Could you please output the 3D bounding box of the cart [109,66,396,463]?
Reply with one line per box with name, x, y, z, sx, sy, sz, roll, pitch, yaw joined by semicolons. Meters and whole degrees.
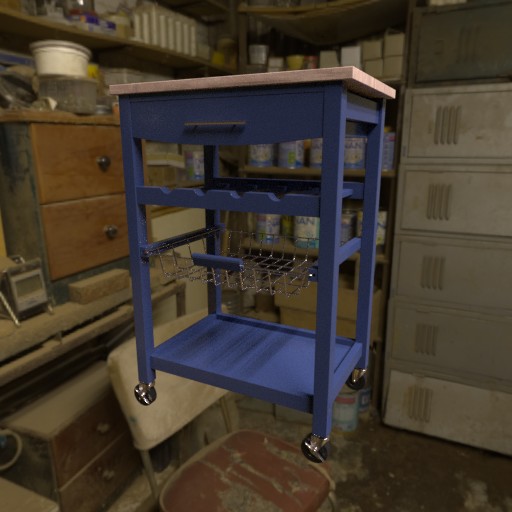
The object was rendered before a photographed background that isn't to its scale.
cart;0.000;0.000;1.175;0.584;0.839;0.403;7;16;26
